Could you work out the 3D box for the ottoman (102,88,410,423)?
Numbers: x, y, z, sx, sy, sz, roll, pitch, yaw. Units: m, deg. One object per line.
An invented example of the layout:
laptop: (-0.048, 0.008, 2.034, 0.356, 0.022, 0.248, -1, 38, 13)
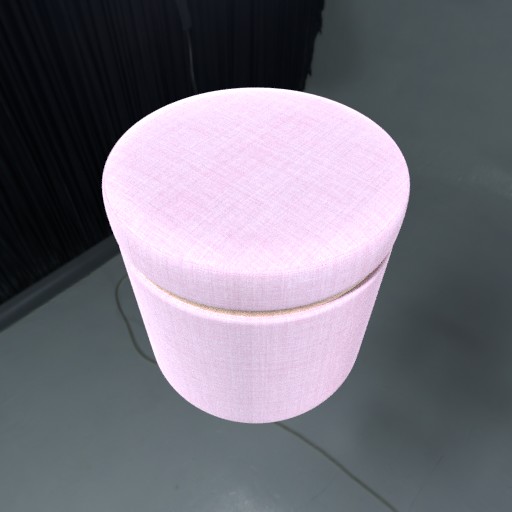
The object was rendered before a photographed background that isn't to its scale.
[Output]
ottoman: (0.000, 0.000, 0.718, 0.400, 0.406, 0.400, 0, 47, 0)
